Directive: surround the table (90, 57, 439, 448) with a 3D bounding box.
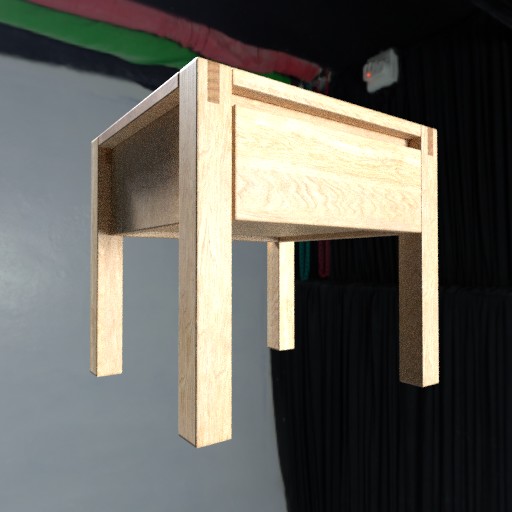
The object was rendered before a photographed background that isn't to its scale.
[{"bbox_3d":[0.000,0.000,0.825,0.480,0.450,0.440,1,-1,-35],"label":"table"}]
